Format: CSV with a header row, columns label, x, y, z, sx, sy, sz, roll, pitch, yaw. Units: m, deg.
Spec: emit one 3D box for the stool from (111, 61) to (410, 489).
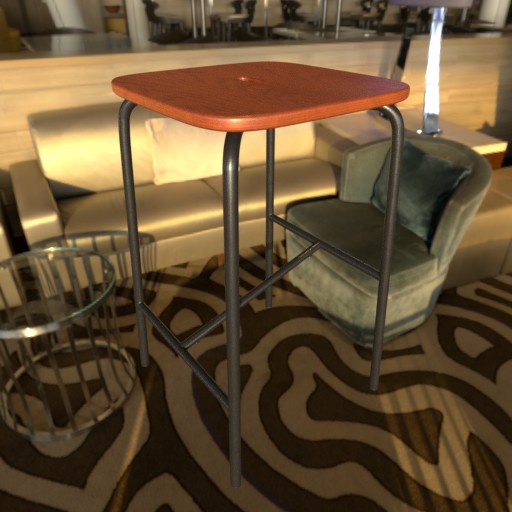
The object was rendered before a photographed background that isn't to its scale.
label,x,y,z,sx,sy,sz,roll,pitch,yaw
stool,0.000,0.000,0.819,0.376,0.610,0.376,-21,37,-31
